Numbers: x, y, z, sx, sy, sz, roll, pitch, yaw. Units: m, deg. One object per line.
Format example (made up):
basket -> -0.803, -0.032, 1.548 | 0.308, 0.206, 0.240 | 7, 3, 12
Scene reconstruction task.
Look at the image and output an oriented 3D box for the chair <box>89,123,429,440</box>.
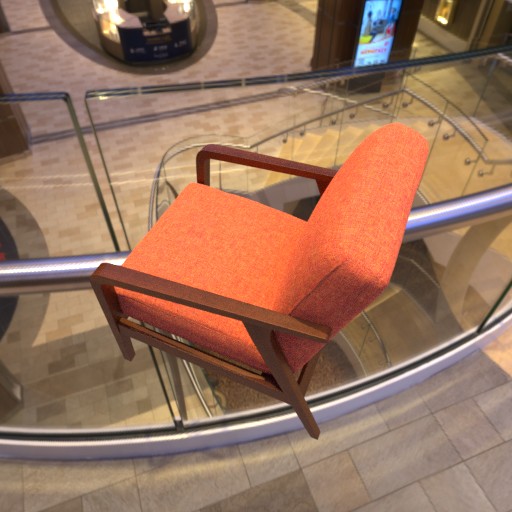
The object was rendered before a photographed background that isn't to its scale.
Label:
chair -> 0.000, 0.000, 1.503 | 0.860, 0.890, 0.719 | 18, 50, 15
